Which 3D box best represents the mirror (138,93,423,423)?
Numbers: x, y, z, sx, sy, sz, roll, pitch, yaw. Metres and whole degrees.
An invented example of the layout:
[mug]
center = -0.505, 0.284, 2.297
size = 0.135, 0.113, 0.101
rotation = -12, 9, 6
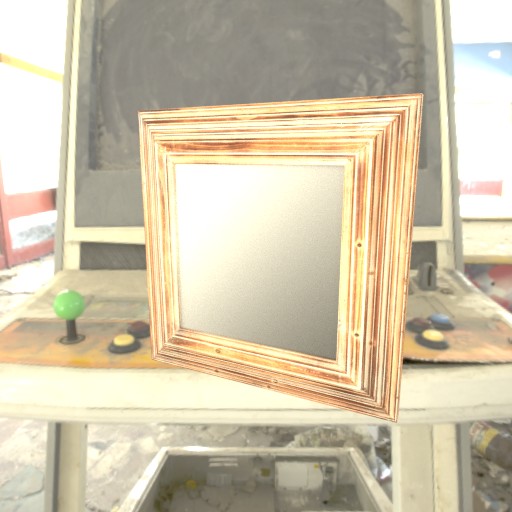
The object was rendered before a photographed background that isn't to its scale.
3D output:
[mirror]
center = 0.000, 0.000, 1.224
size = 0.804, 0.804, 0.061
rotation = 6, 14, 26
